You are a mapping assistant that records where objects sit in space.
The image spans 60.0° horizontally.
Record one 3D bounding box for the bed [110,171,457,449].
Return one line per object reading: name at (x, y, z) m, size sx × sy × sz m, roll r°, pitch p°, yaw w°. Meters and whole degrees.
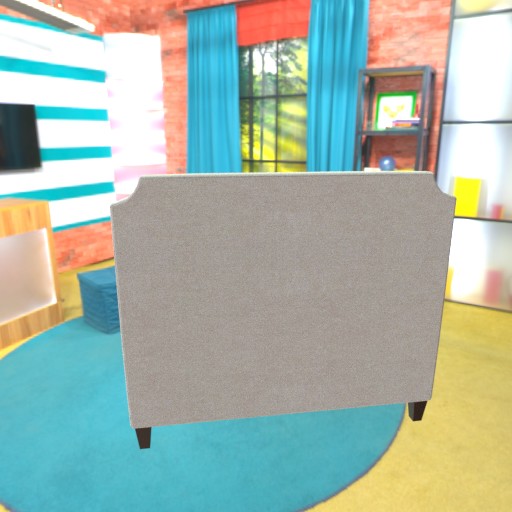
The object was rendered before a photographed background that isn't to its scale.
bed at (0.000, 0.000, 3.421) m, size 1.713 × 1.457 × 2.381 m, roll -2°, pitch 16°, yaw -8°
